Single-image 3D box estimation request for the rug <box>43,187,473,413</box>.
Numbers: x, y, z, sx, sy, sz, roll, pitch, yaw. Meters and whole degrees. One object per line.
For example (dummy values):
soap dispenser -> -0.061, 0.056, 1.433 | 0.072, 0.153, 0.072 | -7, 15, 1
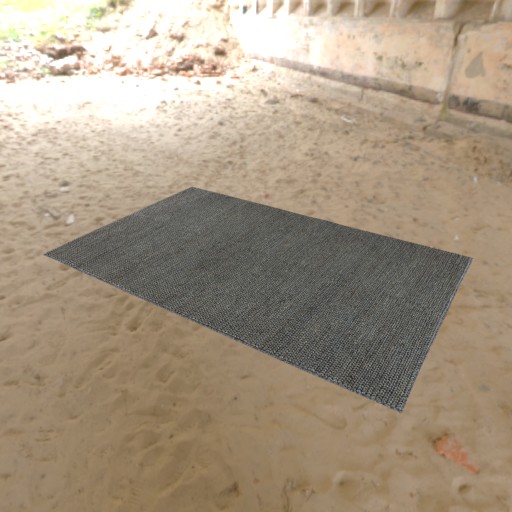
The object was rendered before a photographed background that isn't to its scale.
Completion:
rug -> 0.000, 0.000, 2.965 | 2.443, 0.021, 1.538 | 18, 34, 29
